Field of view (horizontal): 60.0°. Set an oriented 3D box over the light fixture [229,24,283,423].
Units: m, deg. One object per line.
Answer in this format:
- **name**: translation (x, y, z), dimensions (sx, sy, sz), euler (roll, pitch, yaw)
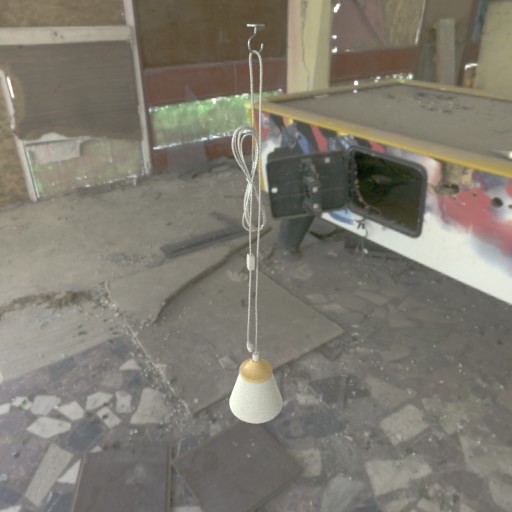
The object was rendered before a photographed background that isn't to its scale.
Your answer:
- **light fixture**: translation (0.000, 0.000, 1.042), dimensions (0.153, 0.966, 0.153), euler (0, 29, -1)
